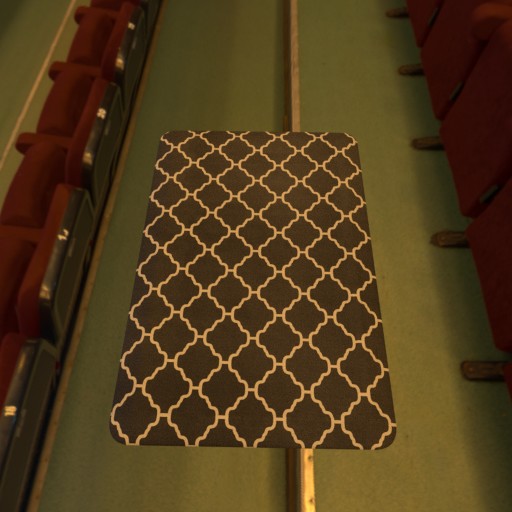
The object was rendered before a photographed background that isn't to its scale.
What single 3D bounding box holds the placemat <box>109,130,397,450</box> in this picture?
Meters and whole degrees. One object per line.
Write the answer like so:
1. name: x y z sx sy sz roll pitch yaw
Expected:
1. placemat: 0.000 0.000 0.954 0.508 0.021 0.762 1 59 1
